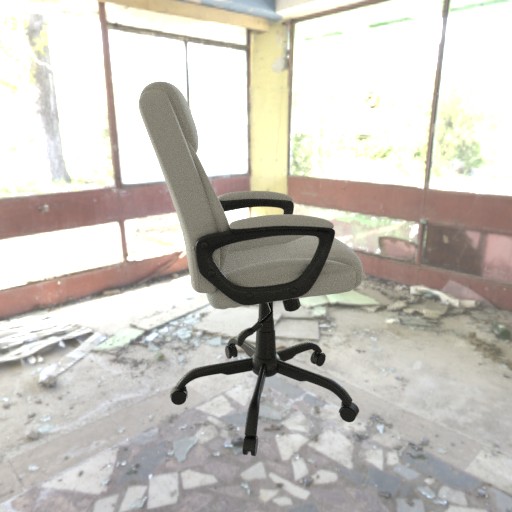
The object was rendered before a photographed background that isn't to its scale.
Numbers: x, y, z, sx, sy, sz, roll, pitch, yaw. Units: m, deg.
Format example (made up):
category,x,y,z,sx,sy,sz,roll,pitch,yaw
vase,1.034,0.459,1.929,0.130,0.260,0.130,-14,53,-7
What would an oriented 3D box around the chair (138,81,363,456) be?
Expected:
category,x,y,z,sx,sy,sz,roll,pitch,yaw
chair,0.000,0.000,1.485,0.669,1.065,0.663,-2,16,-8
